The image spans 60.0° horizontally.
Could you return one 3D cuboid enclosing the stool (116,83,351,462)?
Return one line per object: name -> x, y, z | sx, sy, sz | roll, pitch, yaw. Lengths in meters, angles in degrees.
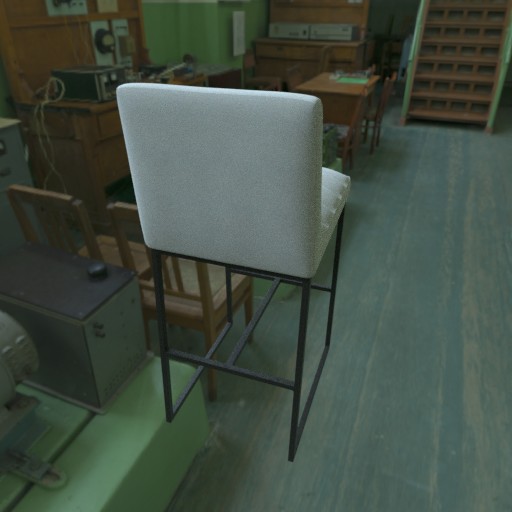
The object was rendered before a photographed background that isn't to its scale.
stool -> 0.000, 0.000, 1.358 | 0.464, 1.061, 0.573 | 10, 32, 17
